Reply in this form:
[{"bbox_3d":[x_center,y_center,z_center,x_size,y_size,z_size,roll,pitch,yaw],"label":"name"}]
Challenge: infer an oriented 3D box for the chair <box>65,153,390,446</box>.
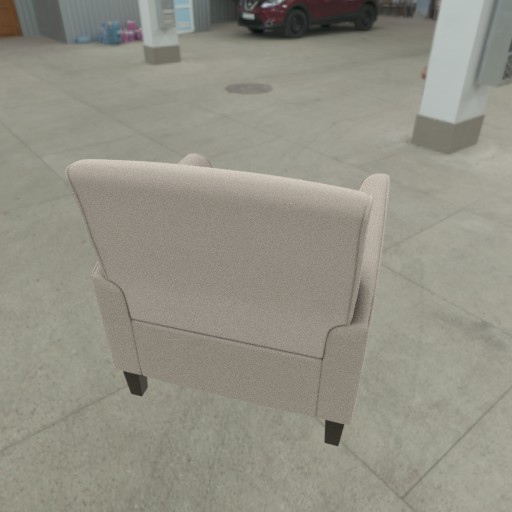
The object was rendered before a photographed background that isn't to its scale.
[{"bbox_3d":[0.000,0.000,1.537,0.820,0.915,0.820,9,34,14],"label":"chair"}]
